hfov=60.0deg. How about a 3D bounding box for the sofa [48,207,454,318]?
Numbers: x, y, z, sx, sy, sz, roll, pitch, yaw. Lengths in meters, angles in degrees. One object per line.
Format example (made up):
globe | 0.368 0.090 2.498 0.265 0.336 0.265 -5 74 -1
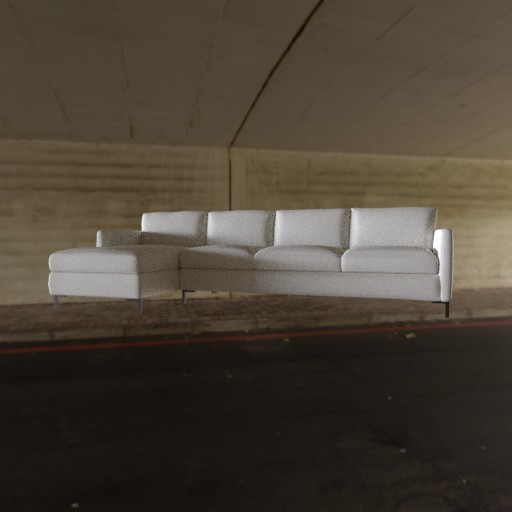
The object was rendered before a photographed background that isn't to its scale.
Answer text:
sofa | 0.000 0.000 3.857 3.186 0.875 1.467 1 3 18
